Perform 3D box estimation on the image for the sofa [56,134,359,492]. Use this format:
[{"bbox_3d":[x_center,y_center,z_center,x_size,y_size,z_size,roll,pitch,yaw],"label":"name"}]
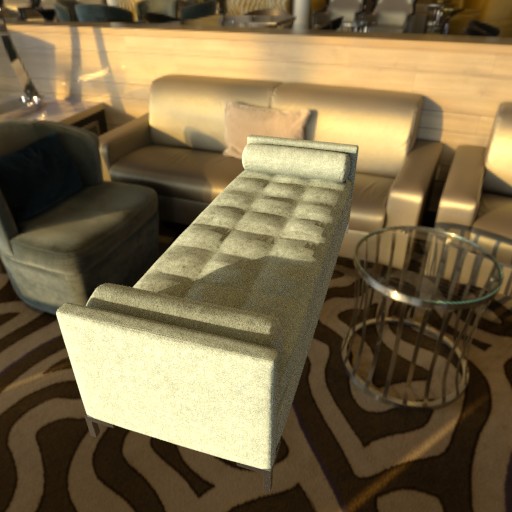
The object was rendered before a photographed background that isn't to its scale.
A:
[{"bbox_3d":[0.000,0.000,2.394,0.797,0.657,2.102,10,34,15],"label":"sofa"}]
